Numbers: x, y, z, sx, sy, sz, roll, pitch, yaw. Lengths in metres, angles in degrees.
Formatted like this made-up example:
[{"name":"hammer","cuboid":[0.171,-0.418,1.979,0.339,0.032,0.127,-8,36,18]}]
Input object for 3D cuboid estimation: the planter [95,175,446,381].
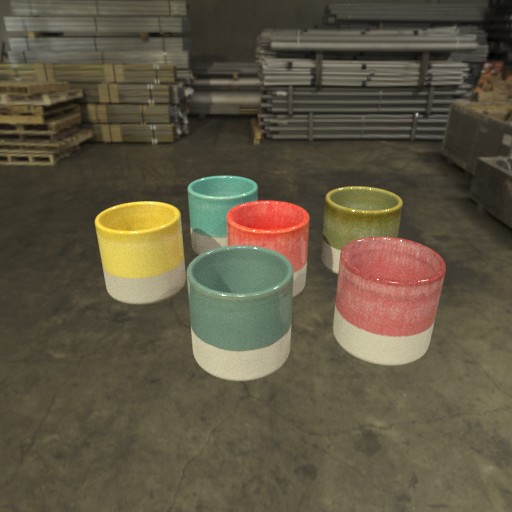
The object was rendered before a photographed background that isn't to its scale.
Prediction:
[{"name":"planter","cuboid":[0.000,0.000,0.409,0.286,0.075,0.257,0,27,1]}]
